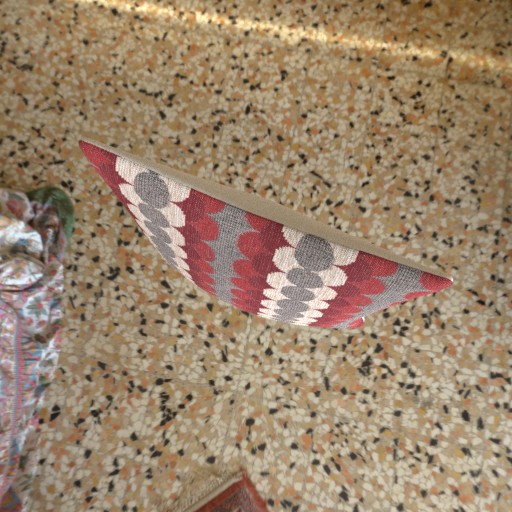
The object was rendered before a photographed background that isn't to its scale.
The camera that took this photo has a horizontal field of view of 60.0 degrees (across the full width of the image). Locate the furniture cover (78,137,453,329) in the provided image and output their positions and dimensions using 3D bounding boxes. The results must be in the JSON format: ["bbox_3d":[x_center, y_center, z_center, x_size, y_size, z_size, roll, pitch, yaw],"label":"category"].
[{"bbox_3d":[0.000,0.000,0.663,0.435,0.420,0.145,21,76,5],"label":"furniture cover"}]
